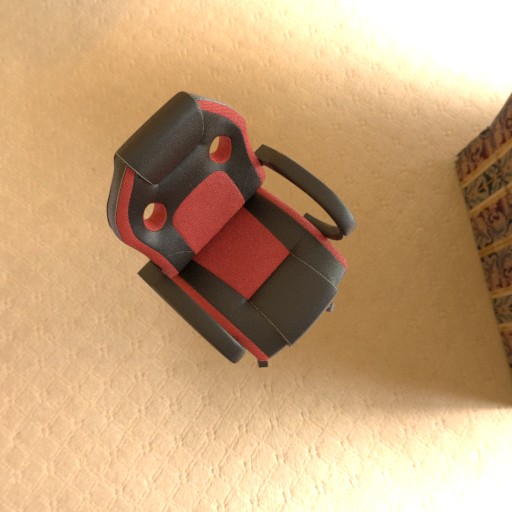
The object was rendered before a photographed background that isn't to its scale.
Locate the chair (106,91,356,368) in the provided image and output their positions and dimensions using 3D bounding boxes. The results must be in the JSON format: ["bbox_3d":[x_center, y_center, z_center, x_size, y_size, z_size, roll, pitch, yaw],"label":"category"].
[{"bbox_3d":[0.000,0.000,1.713,0.783,1.189,0.750,41,80,9],"label":"chair"}]
